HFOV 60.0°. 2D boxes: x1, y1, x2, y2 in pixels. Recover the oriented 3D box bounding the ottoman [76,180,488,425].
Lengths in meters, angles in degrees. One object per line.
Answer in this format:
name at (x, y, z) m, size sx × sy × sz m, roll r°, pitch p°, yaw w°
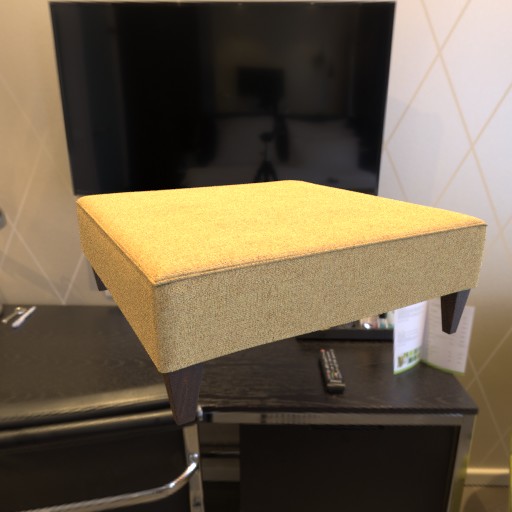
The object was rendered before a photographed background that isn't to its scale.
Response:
ottoman at (0.000, 0.000, 1.464) m, size 0.970 × 0.378 × 0.981 m, roll -9°, pitch 19°, yaw -28°
